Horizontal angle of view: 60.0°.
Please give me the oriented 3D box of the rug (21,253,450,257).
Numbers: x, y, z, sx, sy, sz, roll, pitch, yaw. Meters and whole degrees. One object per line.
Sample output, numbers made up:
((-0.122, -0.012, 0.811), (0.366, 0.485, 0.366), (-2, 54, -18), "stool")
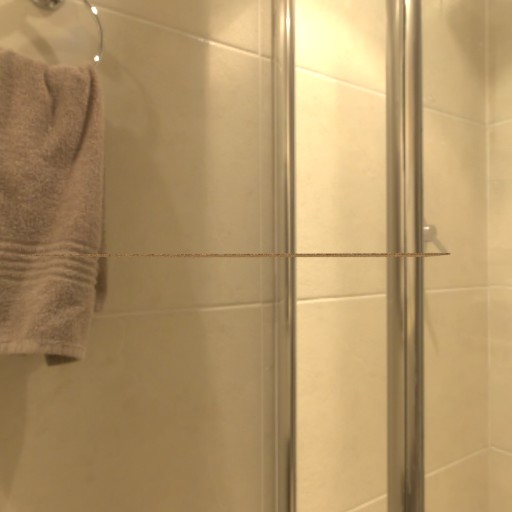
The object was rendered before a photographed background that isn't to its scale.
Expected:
((0.000, 0.000, 3.897), (2.939, 0.009, 2.313), (0, 0, 18), "rug")
